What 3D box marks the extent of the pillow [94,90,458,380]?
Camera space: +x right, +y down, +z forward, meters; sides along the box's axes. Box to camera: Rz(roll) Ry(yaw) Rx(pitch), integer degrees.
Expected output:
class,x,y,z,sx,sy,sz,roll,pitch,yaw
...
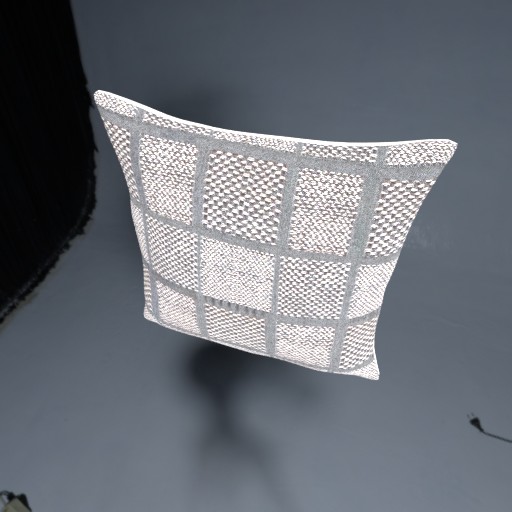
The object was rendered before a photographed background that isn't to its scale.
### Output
class,x,y,z,sx,sy,sz,roll,pitch,yaw
pillow,0.000,0.000,0.647,0.435,0.432,0.138,12,43,13
